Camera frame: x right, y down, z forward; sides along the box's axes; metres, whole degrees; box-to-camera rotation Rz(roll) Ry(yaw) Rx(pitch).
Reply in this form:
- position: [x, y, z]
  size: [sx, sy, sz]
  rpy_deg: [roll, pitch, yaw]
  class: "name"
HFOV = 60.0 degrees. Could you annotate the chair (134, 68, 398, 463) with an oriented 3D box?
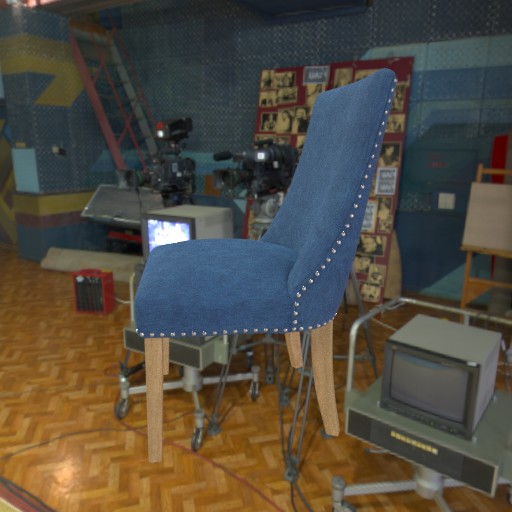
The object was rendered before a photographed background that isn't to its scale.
- position: [0.000, 0.000, 1.207]
  size: [0.610, 0.902, 0.495]
  rpy_deg: [-2, 14, -8]
  class: "chair"
